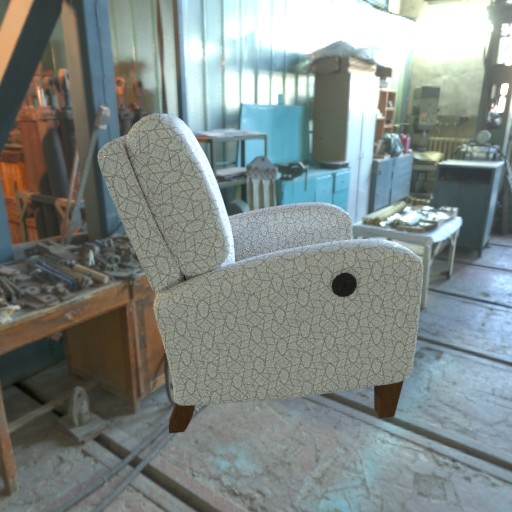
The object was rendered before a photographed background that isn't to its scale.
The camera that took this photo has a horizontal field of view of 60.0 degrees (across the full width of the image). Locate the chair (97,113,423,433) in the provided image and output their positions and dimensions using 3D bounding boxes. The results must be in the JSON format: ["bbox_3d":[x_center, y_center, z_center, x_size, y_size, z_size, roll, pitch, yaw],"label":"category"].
[{"bbox_3d":[0.000,0.000,1.730,0.995,1.064,0.796,-3,18,-9],"label":"chair"}]
